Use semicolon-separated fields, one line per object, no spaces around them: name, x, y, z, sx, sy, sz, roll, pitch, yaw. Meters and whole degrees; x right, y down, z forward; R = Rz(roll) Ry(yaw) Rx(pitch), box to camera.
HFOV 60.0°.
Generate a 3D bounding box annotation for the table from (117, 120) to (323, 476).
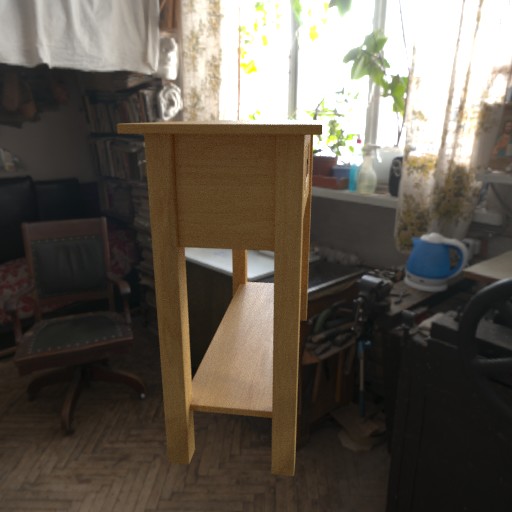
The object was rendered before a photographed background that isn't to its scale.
table;0.000;0.000;1.248;0.340;0.728;0.900;2;18;8
